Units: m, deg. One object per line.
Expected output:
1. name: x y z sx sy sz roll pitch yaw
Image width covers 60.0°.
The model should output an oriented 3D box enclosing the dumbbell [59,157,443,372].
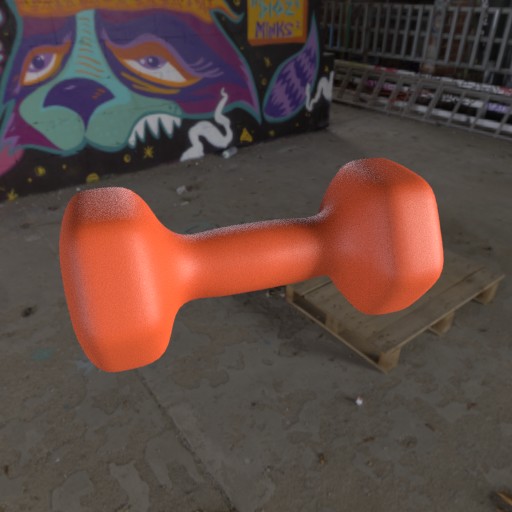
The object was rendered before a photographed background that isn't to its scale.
1. dumbbell: 0.000 0.000 0.204 0.162 0.071 0.079 -9 32 -15
